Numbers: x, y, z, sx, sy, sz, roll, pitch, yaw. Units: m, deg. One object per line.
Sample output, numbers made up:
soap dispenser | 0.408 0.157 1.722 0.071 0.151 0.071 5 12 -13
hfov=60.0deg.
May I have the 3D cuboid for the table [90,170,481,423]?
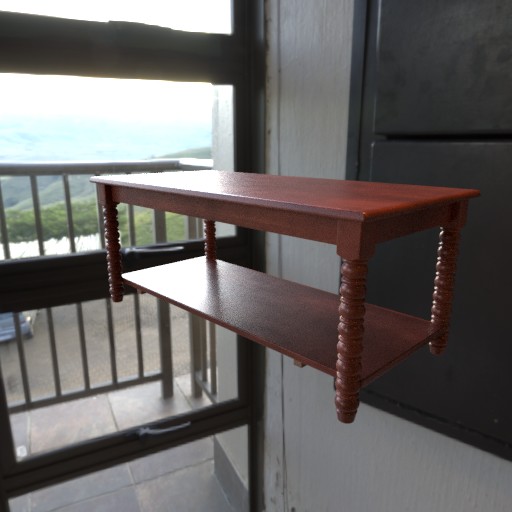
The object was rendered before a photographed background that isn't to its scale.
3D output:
table | 0.000 0.000 1.474 0.580 0.485 1.171 -14 20 -43
